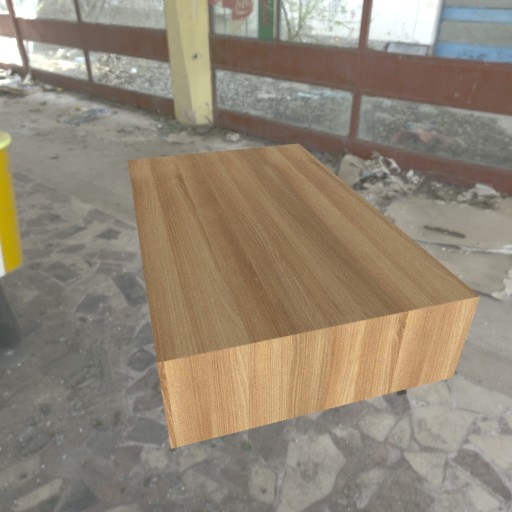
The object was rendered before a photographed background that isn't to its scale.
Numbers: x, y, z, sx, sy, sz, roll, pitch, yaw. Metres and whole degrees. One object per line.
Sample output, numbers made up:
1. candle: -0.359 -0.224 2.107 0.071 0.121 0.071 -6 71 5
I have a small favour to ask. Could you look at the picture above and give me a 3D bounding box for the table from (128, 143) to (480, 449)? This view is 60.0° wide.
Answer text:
1. table: 0.000 0.000 1.423 0.700 0.330 1.100 -9 33 -14
